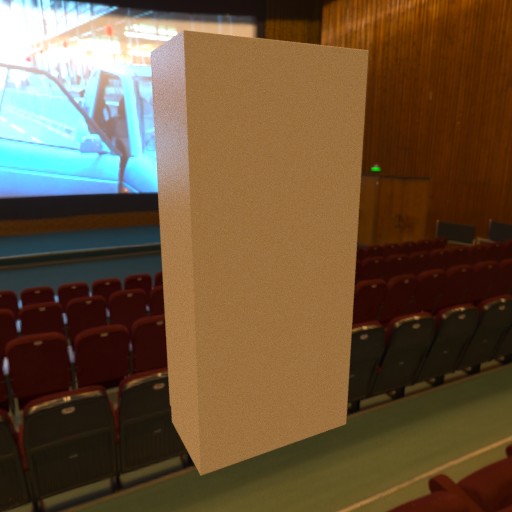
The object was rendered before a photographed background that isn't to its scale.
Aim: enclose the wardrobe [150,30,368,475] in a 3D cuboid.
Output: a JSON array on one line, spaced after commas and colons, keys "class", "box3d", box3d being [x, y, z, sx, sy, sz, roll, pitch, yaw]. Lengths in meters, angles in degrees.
[{"class": "wardrobe", "box3d": [0.000, 0.000, 2.005, 0.760, 1.700, 0.470, -7, 17, -26]}]
